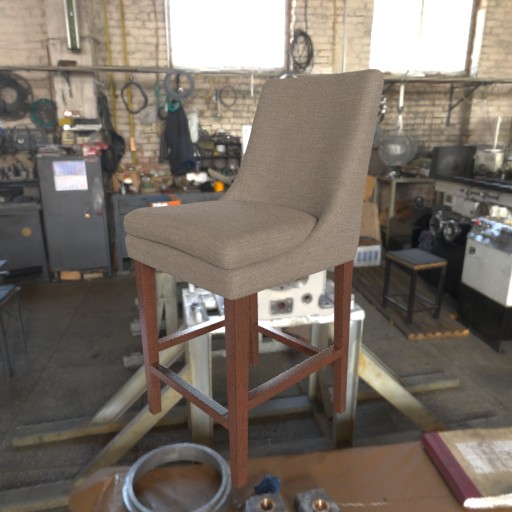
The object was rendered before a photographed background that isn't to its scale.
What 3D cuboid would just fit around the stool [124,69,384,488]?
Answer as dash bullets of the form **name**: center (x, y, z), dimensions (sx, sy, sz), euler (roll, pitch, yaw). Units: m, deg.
- **stool**: center (0.000, 0.000, 1.246), dimensions (0.577, 0.981, 0.470), euler (-15, 22, -41)
